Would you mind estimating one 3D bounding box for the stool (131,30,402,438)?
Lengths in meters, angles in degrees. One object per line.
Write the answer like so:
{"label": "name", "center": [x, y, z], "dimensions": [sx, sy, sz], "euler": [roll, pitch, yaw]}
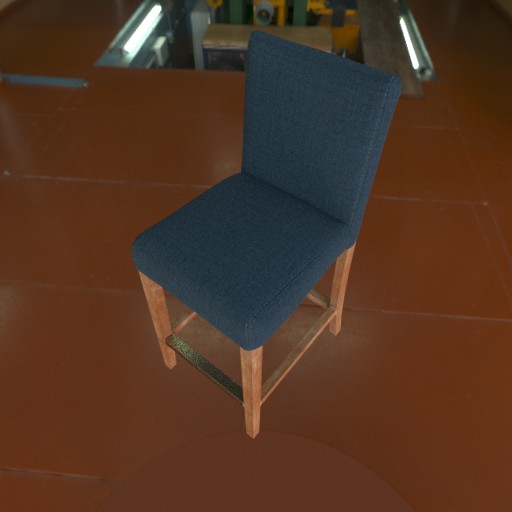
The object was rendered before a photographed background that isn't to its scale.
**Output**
{"label": "stool", "center": [0.000, 0.000, 1.316], "dimensions": [0.454, 1.039, 0.567], "euler": [31, 54, 26]}
